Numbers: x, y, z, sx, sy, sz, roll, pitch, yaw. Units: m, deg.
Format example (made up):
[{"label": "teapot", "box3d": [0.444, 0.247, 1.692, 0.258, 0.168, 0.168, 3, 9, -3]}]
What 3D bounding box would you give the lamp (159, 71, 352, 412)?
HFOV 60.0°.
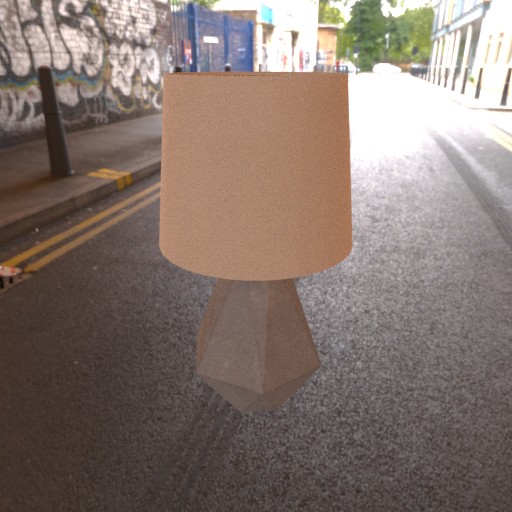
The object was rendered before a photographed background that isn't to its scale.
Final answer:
[{"label": "lamp", "box3d": [0.000, 0.000, 0.657, 0.276, 0.501, 0.276, 0, 24, 0]}]
